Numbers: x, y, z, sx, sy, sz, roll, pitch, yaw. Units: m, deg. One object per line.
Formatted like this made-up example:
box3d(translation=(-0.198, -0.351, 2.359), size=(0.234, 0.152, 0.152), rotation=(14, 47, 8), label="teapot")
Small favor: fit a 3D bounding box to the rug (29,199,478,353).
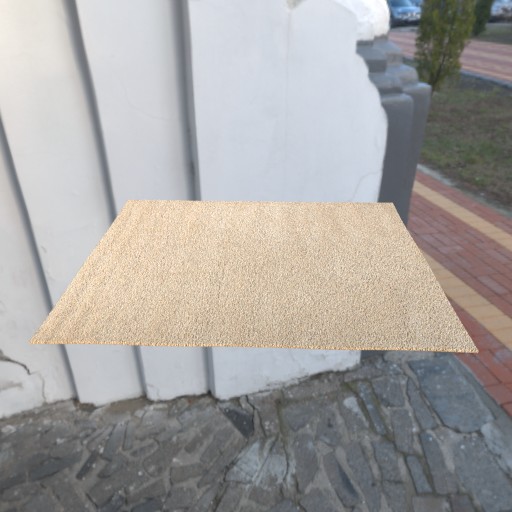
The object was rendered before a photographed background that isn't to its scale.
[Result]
box3d(translation=(0.000, 0.000, 3.992), size=(3.000, 0.026, 2.400), rotation=(1, 31, 1), label="rug")
